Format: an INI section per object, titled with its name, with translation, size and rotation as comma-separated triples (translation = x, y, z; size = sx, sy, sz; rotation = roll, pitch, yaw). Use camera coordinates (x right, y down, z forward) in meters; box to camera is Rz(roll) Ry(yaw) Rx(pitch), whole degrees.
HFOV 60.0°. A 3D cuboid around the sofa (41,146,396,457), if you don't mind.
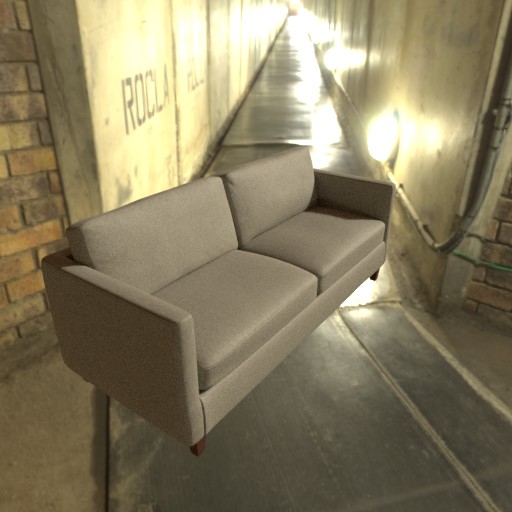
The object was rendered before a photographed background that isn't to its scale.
[sofa]
translation = 0.000, 0.000, 2.734
size = 0.956, 0.963, 2.208
rotation = 18, 31, 32
